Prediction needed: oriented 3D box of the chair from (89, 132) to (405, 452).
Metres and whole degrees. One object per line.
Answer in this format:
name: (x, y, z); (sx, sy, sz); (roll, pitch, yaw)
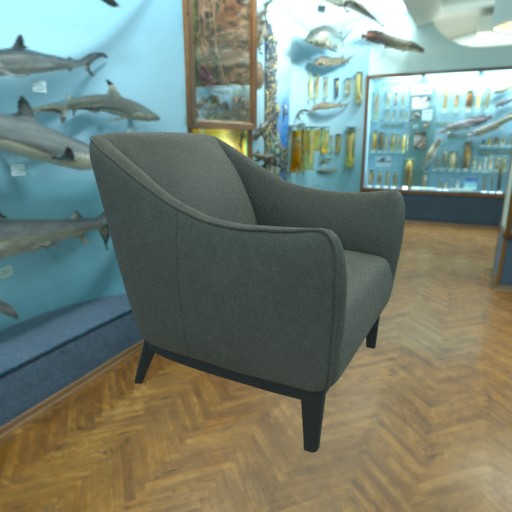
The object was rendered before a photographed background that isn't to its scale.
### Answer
chair: (0.000, 0.000, 1.535); (0.852, 0.830, 0.871); (8, 17, 26)
